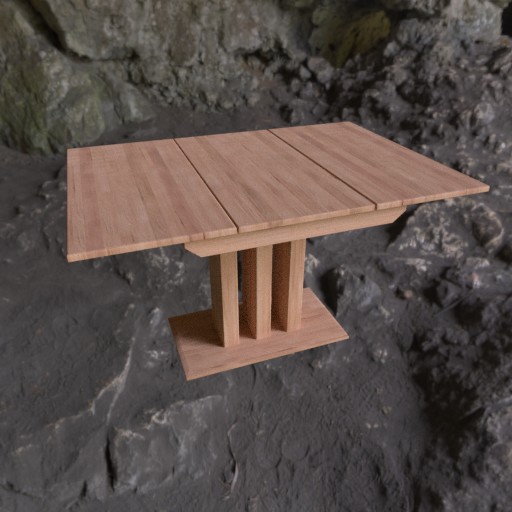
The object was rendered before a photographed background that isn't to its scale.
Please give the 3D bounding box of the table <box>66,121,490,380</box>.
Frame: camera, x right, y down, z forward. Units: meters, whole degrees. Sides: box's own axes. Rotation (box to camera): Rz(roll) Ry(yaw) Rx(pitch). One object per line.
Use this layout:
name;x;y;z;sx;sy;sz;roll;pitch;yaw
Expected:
table;0.000;0.000;1.815;1.300;0.770;0.900;-11;32;-17
